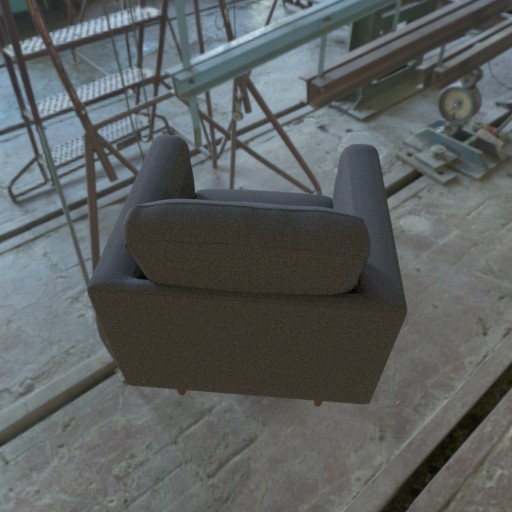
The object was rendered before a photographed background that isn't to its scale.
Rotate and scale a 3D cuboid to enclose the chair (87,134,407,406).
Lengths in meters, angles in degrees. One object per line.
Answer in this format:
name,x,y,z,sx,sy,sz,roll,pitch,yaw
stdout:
chair,0.000,0.000,1.578,0.854,0.927,0.800,4,47,3
